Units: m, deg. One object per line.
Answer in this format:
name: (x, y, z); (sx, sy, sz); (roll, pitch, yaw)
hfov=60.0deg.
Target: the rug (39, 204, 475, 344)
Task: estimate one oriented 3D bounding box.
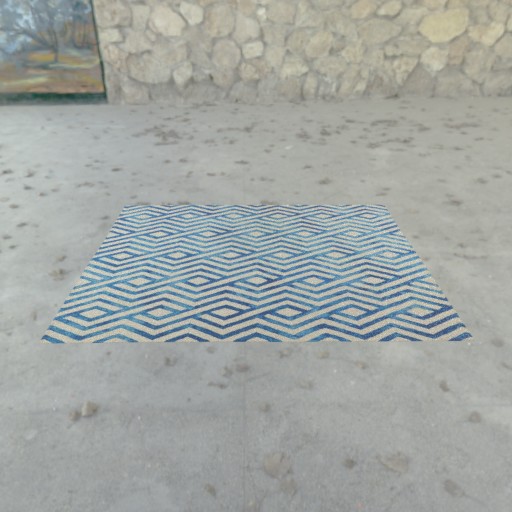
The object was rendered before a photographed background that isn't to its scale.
rug: (0.000, 0.000, 4.174); (3.059, 0.008, 2.453); (0, 29, 0)
